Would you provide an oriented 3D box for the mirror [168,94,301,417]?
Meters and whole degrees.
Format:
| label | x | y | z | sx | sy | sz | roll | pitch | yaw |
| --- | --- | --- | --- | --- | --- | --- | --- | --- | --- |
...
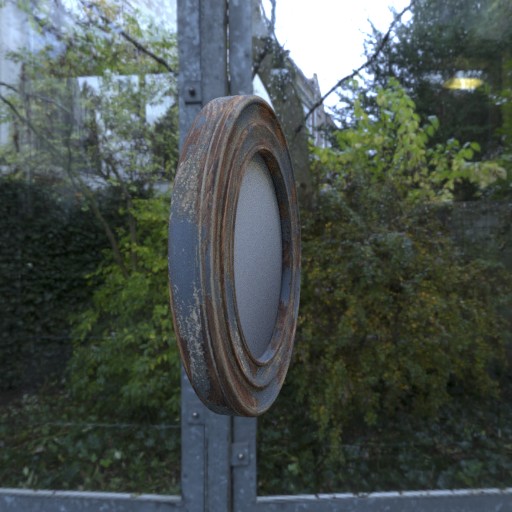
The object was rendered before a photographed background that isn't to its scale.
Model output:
| label | x | y | z | sx | sy | sz | roll | pitch | yaw |
| --- | --- | --- | --- | --- | --- | --- | --- | --- | --- |
| mirror | 0.000 | 0.000 | 0.853 | 0.061 | 0.585 | 0.585 | 0 | 0 | 17 |
